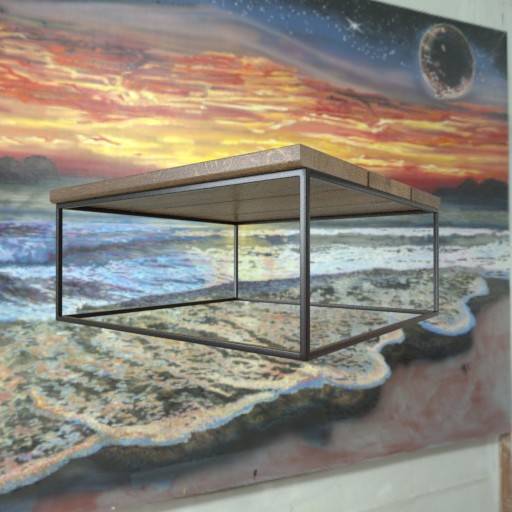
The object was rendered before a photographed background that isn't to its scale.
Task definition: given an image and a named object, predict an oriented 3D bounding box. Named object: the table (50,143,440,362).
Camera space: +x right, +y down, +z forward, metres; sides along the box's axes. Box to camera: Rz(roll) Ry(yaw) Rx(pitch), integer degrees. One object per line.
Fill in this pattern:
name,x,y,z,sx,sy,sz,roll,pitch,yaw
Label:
table,0.000,0.000,1.434,0.900,0.400,0.900,0,-1,38
